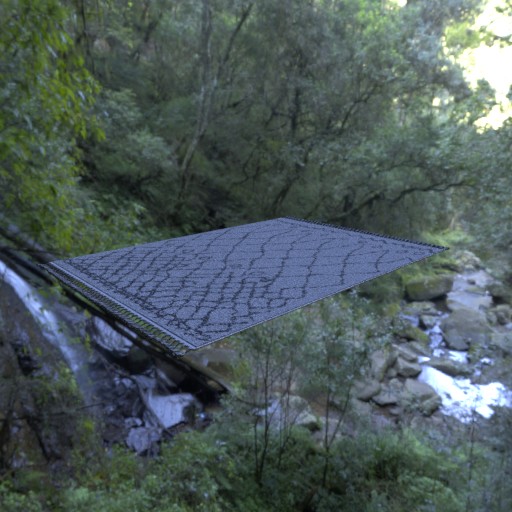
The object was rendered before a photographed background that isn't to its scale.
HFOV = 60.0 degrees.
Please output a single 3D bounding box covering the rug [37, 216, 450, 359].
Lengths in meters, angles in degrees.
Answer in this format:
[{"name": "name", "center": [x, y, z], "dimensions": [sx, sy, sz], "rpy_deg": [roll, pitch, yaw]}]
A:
[{"name": "rug", "center": [0.000, 0.000, 2.997], "dimensions": [2.312, 0.017, 1.613], "rpy_deg": [-15, 22, -41]}]
